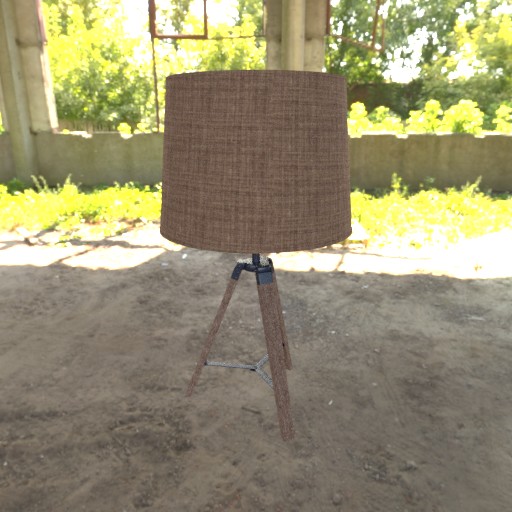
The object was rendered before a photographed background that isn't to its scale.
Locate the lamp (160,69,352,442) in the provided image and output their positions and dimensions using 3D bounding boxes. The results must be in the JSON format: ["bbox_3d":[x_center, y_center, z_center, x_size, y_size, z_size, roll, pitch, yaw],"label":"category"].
[{"bbox_3d":[0.000,0.000,0.693,0.290,0.514,0.290,0,17,0],"label":"lamp"}]
